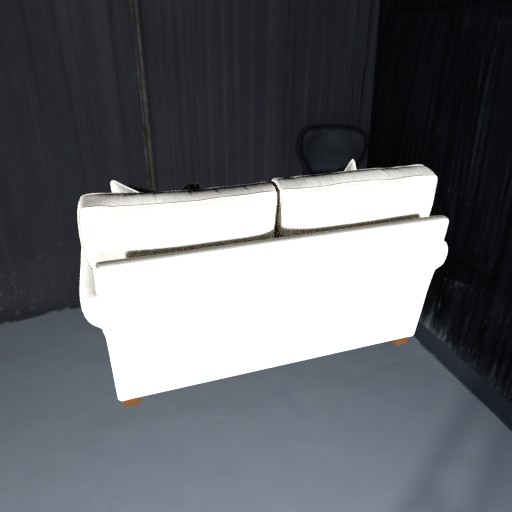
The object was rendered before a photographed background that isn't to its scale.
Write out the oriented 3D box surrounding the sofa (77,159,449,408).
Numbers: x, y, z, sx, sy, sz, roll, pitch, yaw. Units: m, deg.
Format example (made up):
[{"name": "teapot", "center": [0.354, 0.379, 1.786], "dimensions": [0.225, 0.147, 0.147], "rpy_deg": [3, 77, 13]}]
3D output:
[{"name": "sofa", "center": [0.000, 0.000, 2.318], "dimensions": [1.701, 0.966, 0.966], "rpy_deg": [-8, 28, -16]}]
